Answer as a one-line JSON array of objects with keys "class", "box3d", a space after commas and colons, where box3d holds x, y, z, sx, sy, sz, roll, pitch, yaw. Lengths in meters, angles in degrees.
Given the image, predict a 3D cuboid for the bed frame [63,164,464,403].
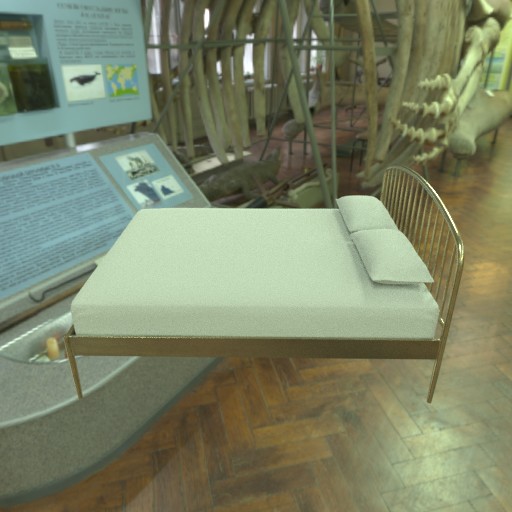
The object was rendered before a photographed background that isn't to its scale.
[{"class": "bed frame", "box3d": [0.000, 0.000, 3.141, 2.152, 1.175, 1.612, 0, 26, 1]}]
